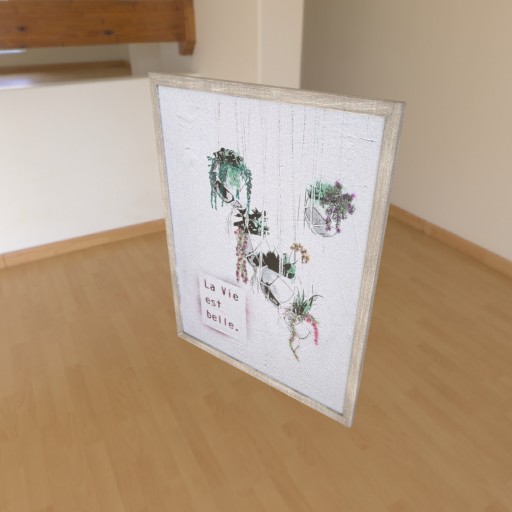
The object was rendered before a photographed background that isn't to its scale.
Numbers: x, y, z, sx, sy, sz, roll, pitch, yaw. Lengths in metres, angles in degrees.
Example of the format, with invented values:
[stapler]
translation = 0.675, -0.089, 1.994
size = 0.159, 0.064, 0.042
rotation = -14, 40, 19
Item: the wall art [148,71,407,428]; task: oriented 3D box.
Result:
[wall art]
translation = 0.000, 0.000, 1.400
size = 0.781, 1.022, 0.035
rotation = 20, 36, 30
